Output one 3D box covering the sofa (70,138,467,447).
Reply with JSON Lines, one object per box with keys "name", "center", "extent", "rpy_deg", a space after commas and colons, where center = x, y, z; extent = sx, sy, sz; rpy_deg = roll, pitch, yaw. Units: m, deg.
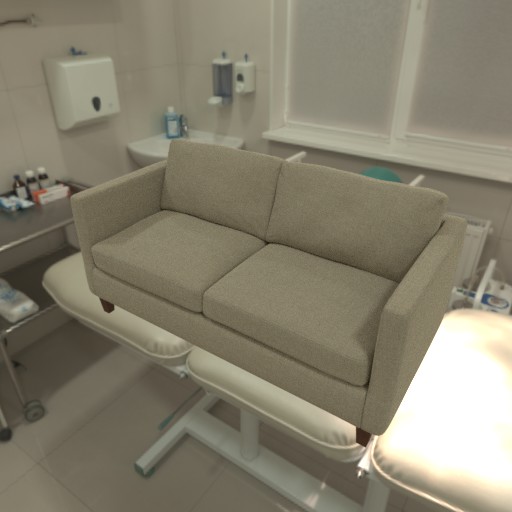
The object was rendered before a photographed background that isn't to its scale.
{"name": "sofa", "center": [0.000, 0.000, 2.407], "extent": [1.884, 0.947, 0.951], "rpy_deg": [19, 35, 29]}
